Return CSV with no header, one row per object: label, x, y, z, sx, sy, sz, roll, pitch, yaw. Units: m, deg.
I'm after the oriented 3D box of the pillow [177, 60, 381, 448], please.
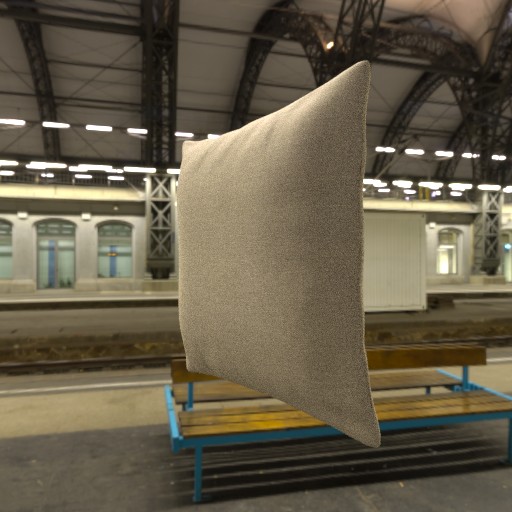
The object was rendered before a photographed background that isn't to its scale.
pillow,0.000,0.000,0.780,0.166,0.510,0.523,0,0,-36
